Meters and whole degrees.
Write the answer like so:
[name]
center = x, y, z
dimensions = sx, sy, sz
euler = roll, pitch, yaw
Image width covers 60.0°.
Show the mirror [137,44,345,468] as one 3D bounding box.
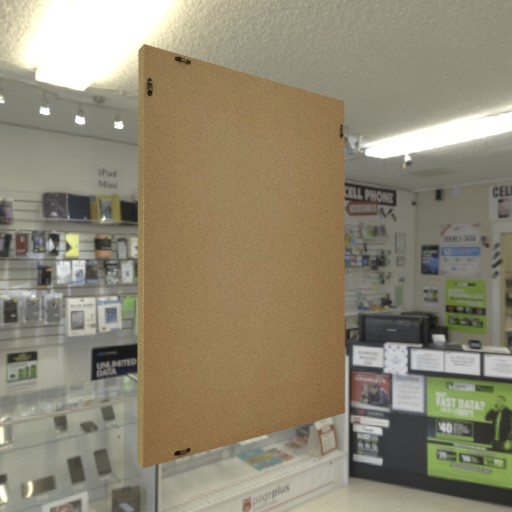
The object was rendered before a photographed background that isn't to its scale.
[mirror]
center = 0.000, 0.000, 1.139
dimensions = 0.609, 0.915, 0.040
euler = 0, -1, -34
